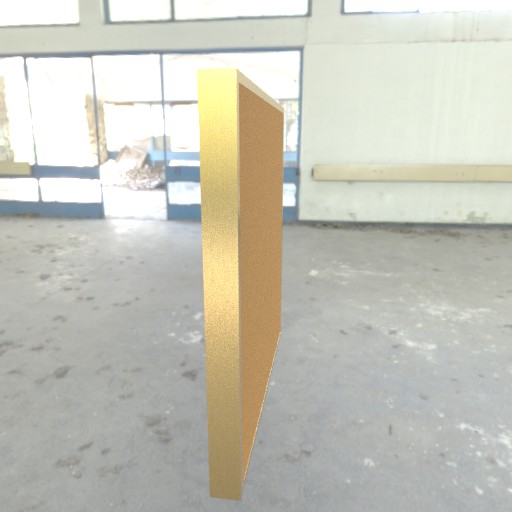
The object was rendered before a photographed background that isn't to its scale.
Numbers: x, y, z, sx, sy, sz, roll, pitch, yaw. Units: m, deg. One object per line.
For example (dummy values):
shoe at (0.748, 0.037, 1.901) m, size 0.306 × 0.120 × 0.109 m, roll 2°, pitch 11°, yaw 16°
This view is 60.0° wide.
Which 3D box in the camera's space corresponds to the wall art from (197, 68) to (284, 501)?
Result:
wall art at (0.000, 0.000, 0.743) m, size 0.040 × 0.509 × 0.509 m, roll 2°, pitch 14°, yaw 9°
